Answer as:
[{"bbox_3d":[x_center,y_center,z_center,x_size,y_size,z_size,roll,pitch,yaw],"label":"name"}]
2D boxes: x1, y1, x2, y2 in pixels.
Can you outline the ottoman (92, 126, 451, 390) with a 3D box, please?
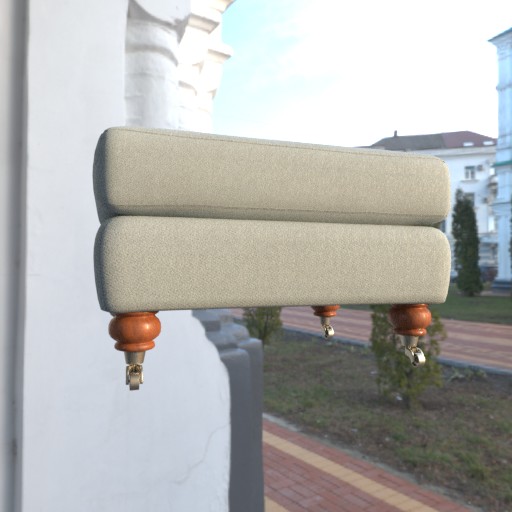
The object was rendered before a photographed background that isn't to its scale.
[{"bbox_3d":[0.000,0.000,1.127,0.773,0.499,0.569,1,-2,-18],"label":"ottoman"}]
